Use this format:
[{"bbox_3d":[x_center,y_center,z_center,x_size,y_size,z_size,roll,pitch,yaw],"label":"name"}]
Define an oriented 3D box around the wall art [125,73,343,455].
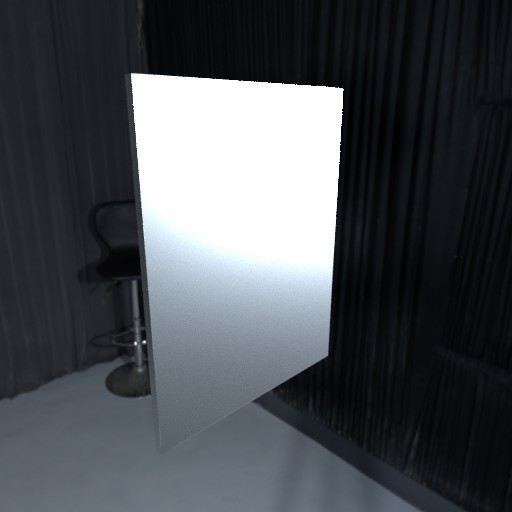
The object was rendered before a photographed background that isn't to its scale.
[{"bbox_3d":[0.000,0.000,1.436,0.816,1.046,0.030,-16,24,-42],"label":"wall art"}]
